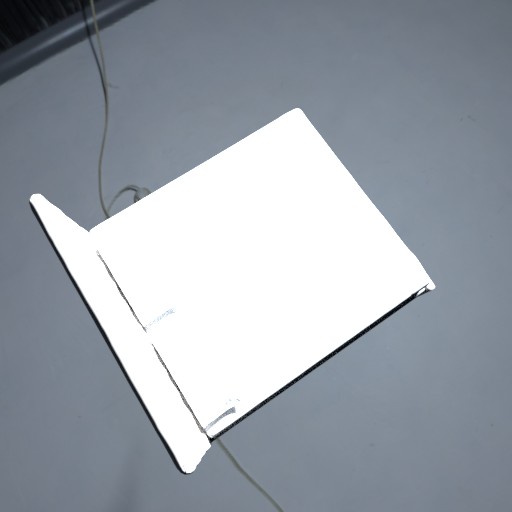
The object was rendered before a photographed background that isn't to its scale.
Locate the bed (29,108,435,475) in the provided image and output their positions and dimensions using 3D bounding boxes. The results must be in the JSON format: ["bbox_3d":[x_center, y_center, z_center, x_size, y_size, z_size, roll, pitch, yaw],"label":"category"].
[{"bbox_3d":[0.000,0.000,3.605,2.387,1.427,2.078,-32,78,-8],"label":"bed"}]
